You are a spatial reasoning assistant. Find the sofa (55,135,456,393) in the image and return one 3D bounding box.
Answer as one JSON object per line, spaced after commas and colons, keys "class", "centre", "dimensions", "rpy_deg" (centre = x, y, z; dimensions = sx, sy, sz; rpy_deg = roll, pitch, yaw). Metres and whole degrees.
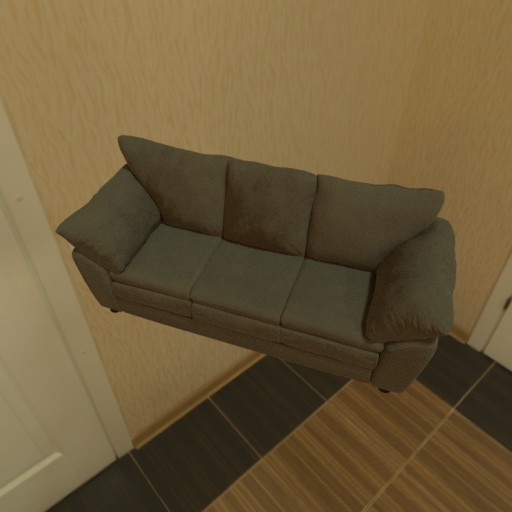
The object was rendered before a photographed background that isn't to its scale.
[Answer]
{"class": "sofa", "centre": [0.000, 0.000, 2.866], "dimensions": [2.336, 1.073, 0.878], "rpy_deg": [13, 43, 15]}
